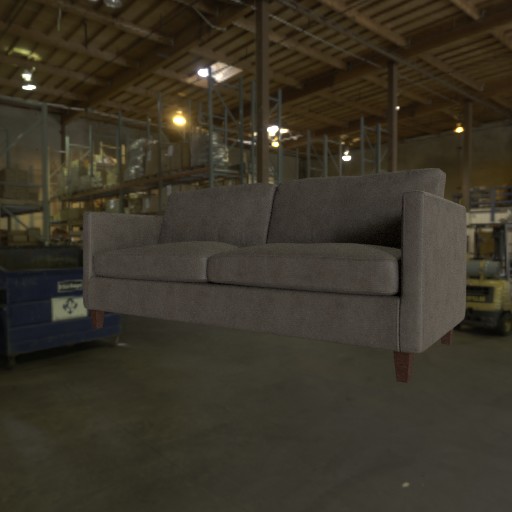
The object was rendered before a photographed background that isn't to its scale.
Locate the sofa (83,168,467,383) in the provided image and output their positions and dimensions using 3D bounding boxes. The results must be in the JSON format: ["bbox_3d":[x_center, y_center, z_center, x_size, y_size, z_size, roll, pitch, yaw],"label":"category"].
[{"bbox_3d":[0.000,0.000,2.689,2.208,0.965,0.951,1,2,34],"label":"sofa"}]
